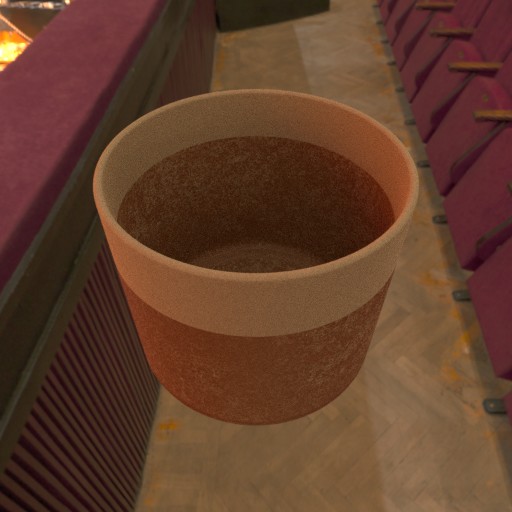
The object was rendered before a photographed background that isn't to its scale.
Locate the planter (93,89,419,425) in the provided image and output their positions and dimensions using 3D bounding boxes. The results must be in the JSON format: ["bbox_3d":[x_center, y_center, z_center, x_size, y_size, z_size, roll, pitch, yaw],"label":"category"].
[{"bbox_3d":[0.000,0.000,0.270,0.159,0.138,0.159,0,46,0],"label":"planter"}]
